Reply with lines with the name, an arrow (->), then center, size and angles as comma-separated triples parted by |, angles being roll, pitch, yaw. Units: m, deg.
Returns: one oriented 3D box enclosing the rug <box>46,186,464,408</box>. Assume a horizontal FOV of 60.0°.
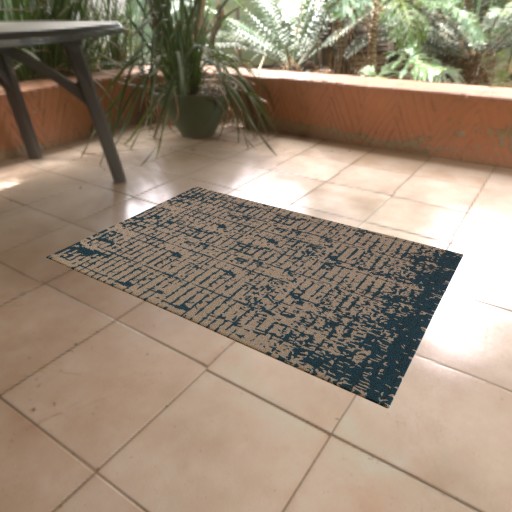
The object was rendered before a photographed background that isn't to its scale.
rug -> 0.000, 0.000, 2.329 | 1.828, 0.007, 1.220 | 18, 34, 28
